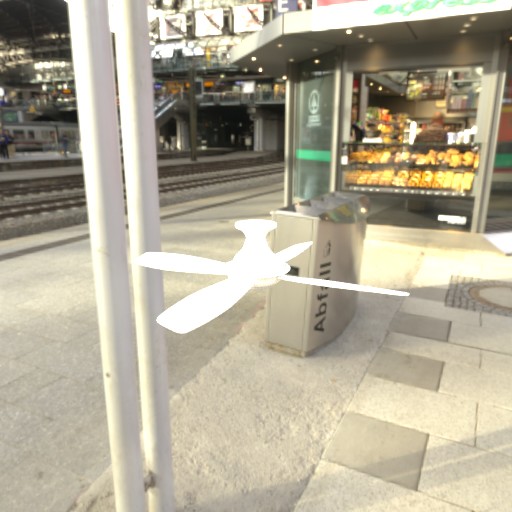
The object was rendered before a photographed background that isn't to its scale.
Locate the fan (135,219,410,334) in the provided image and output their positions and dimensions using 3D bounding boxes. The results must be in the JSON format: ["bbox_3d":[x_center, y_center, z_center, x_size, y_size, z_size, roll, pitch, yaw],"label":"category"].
[{"bbox_3d":[0.000,0.000,2.540,1.693,0.382,1.694,7,16,25],"label":"fan"}]
